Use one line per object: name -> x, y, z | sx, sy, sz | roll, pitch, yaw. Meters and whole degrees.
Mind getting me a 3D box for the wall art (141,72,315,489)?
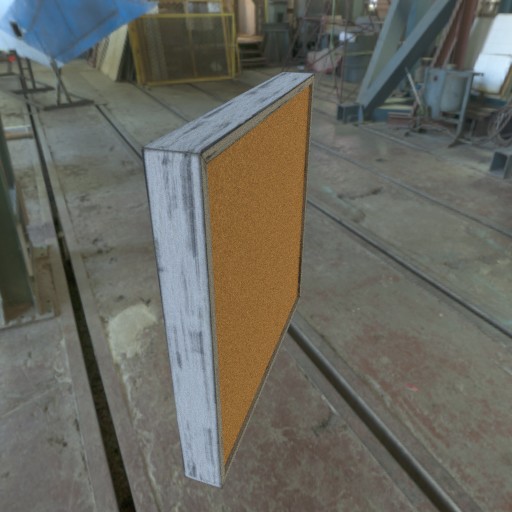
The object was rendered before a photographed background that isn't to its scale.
wall art -> 0.000, 0.000, 0.445 | 0.036, 0.303, 0.303 | 9, 32, 16
